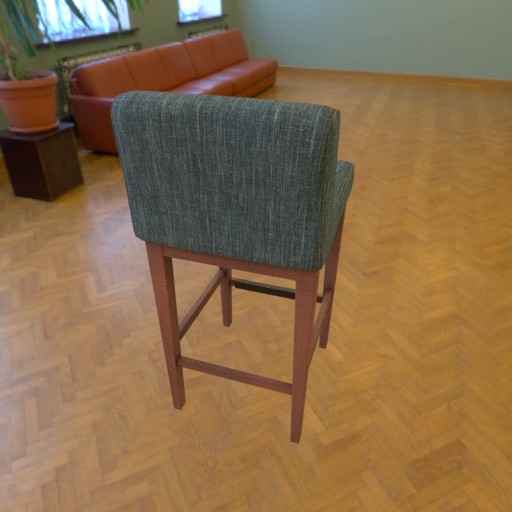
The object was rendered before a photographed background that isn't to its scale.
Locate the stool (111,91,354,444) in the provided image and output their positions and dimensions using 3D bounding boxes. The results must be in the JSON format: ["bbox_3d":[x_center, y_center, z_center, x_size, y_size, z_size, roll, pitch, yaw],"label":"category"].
[{"bbox_3d":[0.000,0.000,1.102,0.395,0.835,0.459,10,33,16],"label":"stool"}]
